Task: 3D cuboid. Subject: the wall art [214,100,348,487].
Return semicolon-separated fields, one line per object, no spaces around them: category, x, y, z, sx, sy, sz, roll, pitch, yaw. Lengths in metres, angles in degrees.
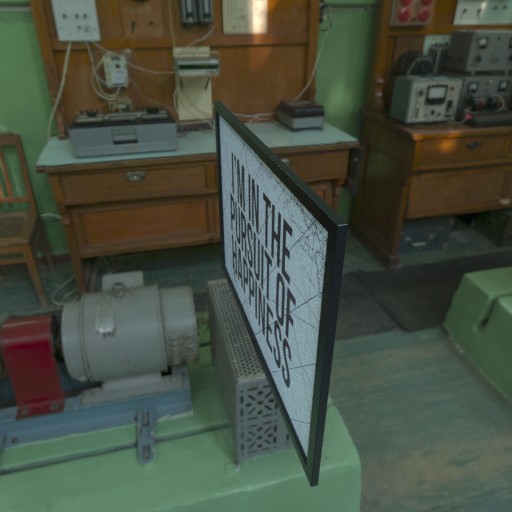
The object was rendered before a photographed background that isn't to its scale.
wall art;0.000;0.000;1.041;0.015;0.552;0.819;-8;31;-14
